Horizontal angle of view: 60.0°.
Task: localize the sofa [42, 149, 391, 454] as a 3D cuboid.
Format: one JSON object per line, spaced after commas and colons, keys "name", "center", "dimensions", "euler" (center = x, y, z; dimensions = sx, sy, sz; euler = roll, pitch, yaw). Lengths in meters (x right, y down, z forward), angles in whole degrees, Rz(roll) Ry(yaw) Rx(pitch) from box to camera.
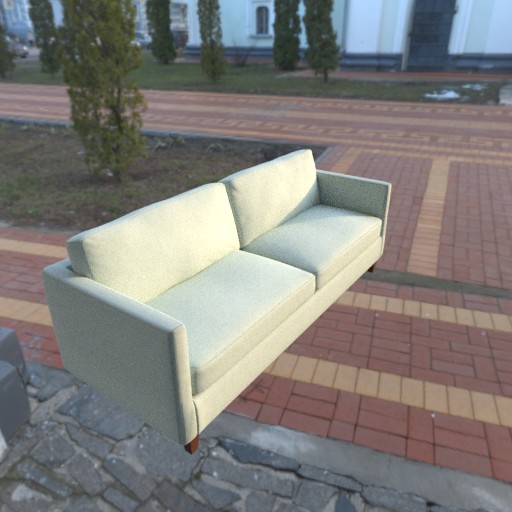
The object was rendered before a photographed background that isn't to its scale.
{"name": "sofa", "center": [0.000, 0.000, 2.952], "dimensions": [0.948, 0.965, 2.434], "euler": [18, 32, 31]}
